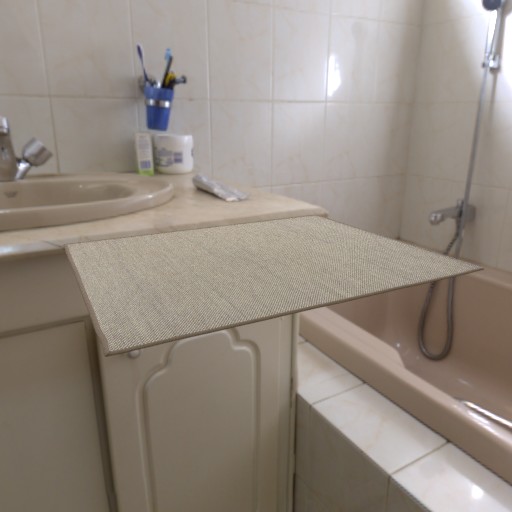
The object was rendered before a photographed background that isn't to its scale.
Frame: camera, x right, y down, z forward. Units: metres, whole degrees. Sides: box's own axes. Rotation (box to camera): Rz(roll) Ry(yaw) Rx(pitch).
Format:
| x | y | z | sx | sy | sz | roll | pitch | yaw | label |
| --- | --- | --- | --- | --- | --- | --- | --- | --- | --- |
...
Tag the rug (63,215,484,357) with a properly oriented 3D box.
| x | y | z | sx | sy | sz | roll | pitch | yaw | label |
| --- | --- | --- | --- | --- | --- | --- | --- | --- | --- |
| 0.000 | 0.000 | 4.001 | 3.041 | 0.020 | 2.413 | -9 | 19 | -26 | rug |
